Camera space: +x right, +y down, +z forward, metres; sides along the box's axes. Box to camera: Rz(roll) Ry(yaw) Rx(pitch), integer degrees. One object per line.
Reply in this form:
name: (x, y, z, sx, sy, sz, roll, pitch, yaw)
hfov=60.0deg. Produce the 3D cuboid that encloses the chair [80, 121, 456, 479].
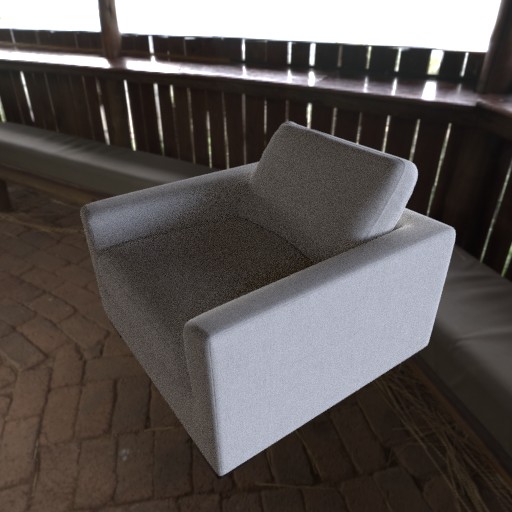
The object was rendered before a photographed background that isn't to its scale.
chair: (0.000, 0.000, 1.836, 1.100, 0.876, 1.070, -20, 35, -30)
